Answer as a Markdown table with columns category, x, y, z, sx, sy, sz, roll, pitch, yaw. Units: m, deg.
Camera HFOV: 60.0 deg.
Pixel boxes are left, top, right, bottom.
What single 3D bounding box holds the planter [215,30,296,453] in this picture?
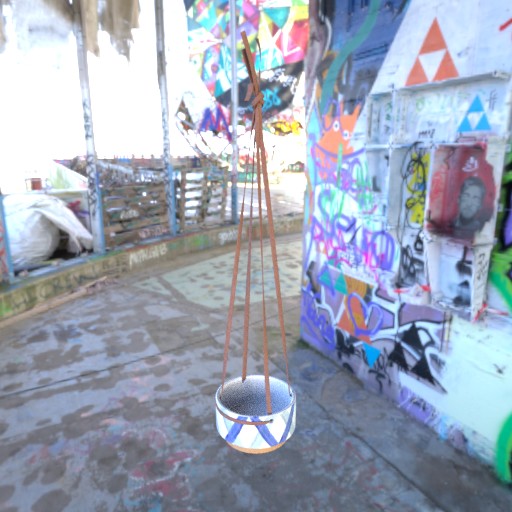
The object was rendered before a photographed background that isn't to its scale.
| category | x | y | z | sx | sy | sz | roll | pitch | yaw |
| --- | --- | --- | --- | --- | --- | --- | --- | --- | --- |
| planter | 0.000 | 0.000 | 0.830 | 0.166 | 0.751 | 0.166 | -7 | 15 | -26 |
